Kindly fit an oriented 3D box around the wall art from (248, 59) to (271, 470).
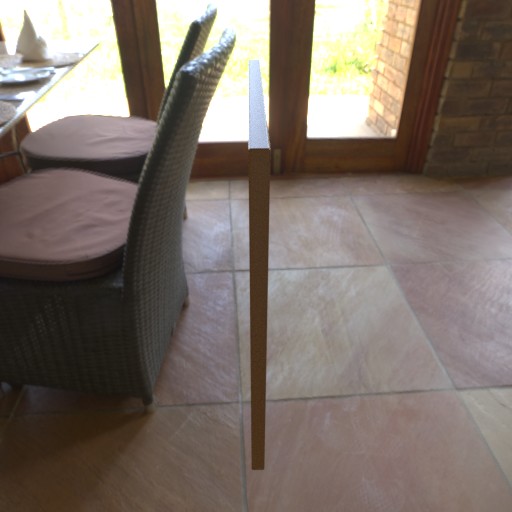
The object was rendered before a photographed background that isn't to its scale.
[{"bbox_3d":[0.000,0.000,0.764,0.021,0.550,0.449,0,34,-1],"label":"wall art"}]
